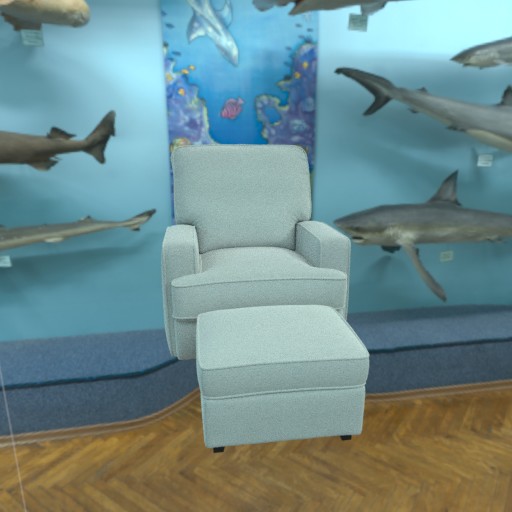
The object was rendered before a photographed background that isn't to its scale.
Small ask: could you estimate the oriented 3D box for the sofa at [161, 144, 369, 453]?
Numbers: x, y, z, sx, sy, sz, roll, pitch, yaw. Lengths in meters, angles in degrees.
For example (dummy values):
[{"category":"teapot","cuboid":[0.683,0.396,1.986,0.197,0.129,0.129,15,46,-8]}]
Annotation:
[{"category":"sofa","cuboid":[0.000,0.000,2.037,0.861,0.959,1.472,-2,16,-8]}]
